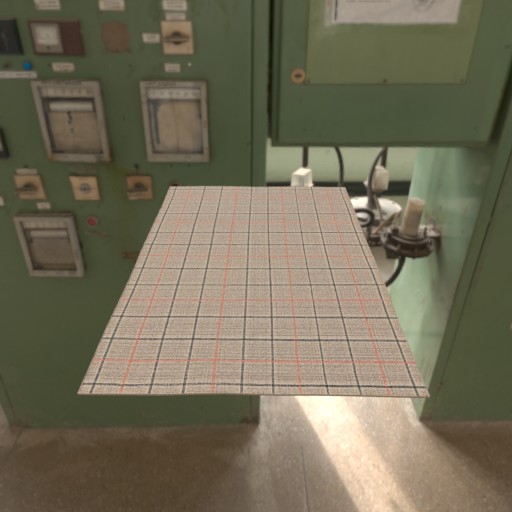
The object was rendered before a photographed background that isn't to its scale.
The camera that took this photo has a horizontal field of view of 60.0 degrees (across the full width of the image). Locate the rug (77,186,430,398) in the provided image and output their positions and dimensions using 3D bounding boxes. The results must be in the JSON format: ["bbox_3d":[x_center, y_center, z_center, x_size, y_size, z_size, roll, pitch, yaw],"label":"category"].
[{"bbox_3d":[0.000,0.000,2.307,1.220,0.013,1.829,0,32,1],"label":"rug"}]
